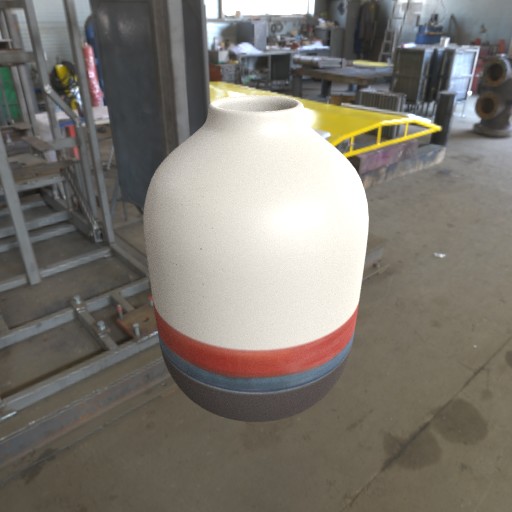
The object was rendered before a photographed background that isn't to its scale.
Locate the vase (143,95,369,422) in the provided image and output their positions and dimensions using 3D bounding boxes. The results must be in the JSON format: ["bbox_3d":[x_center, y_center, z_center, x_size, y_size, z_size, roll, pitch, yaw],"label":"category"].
[{"bbox_3d":[0.000,0.000,0.357,0.169,0.237,0.169,0,29,0],"label":"vase"}]
